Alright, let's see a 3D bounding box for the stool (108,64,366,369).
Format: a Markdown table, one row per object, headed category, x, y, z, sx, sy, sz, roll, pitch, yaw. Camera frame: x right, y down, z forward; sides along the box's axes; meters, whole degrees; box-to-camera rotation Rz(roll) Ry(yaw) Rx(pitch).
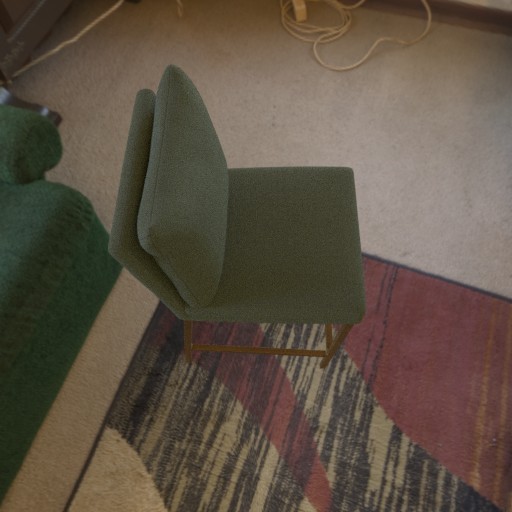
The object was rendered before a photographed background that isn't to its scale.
| category | x | y | z | sx | sy | sz | roll | pitch | yaw |
| --- | --- | --- | --- | --- | --- | --- | --- | --- | --- |
| stool | 0.000 | 0.000 | 1.331 | 0.568 | 1.032 | 0.463 | 1 | 64 | 0 |
